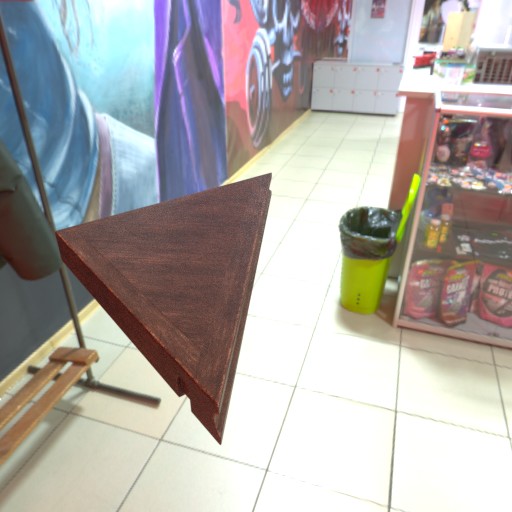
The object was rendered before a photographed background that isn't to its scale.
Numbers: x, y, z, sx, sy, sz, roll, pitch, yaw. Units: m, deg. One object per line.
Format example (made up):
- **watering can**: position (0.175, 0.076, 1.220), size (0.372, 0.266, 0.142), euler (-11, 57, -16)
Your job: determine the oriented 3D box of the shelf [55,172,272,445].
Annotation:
- **shelf**: position (0.000, 0.000, 0.445), size (0.296, 0.035, 0.296), euler (-22, 36, -33)
